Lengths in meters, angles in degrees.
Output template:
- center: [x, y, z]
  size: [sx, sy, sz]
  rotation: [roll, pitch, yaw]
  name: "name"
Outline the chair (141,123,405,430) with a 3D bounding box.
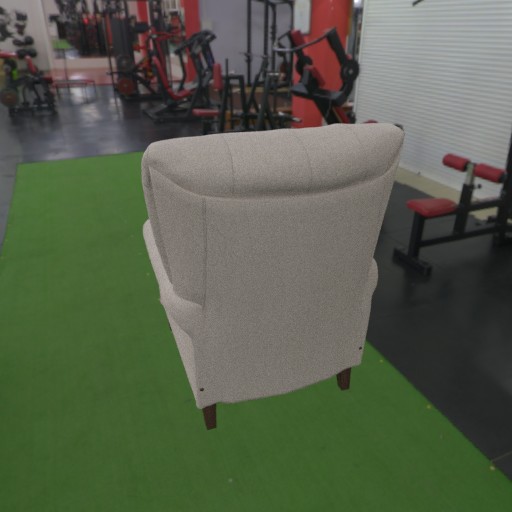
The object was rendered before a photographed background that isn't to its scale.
- center: [0.000, 0.000, 1.941]
  size: [0.942, 1.209, 1.025]
  rotation: [-10, 29, -18]
  name: "chair"
